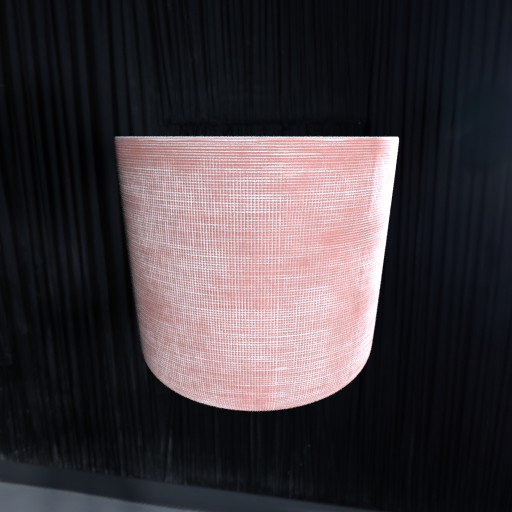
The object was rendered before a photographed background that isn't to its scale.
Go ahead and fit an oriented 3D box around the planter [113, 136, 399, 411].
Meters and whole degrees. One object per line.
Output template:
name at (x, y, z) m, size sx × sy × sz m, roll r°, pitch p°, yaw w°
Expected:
planter at (0.000, 0.000, 0.767) m, size 0.440 × 0.398 × 0.440 m, roll 0°, pitch 15°, yaw 0°
